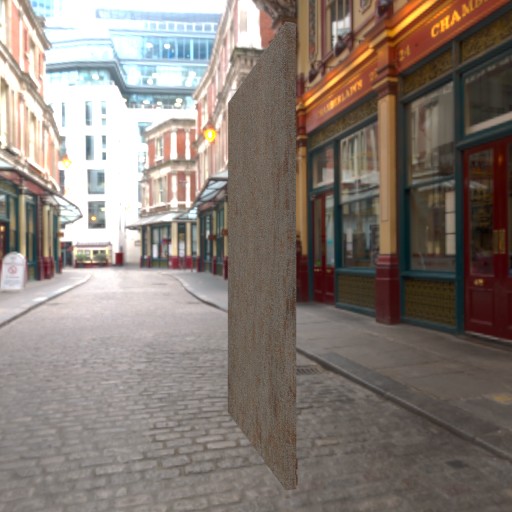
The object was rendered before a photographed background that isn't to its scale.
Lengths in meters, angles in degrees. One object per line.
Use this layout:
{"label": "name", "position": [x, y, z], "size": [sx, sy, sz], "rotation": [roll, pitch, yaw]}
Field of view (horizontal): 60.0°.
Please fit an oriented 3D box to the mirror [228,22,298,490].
{"label": "mirror", "position": [0.000, 0.000, 1.100], "size": [0.027, 0.922, 0.472], "rotation": [0, -1, -18]}
